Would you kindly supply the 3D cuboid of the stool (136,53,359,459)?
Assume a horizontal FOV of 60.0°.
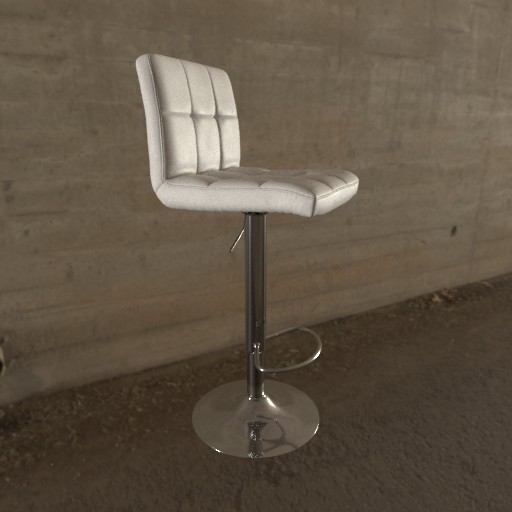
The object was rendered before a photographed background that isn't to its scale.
[{"bbox_3d":[0.000,0.000,1.339,0.505,1.115,0.430,8,18,25],"label":"stool"}]
